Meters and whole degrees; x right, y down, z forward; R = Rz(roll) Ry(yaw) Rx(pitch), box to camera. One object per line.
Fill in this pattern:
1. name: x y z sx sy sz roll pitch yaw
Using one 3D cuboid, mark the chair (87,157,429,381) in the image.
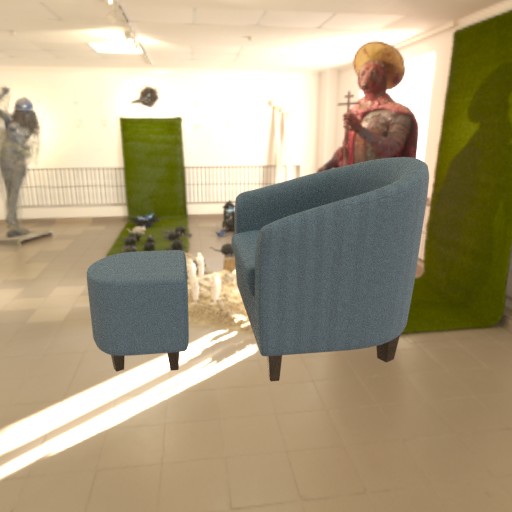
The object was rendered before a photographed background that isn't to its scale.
1. chair: 0.000 0.000 1.764 1.288 0.757 0.756 -2 16 -8
